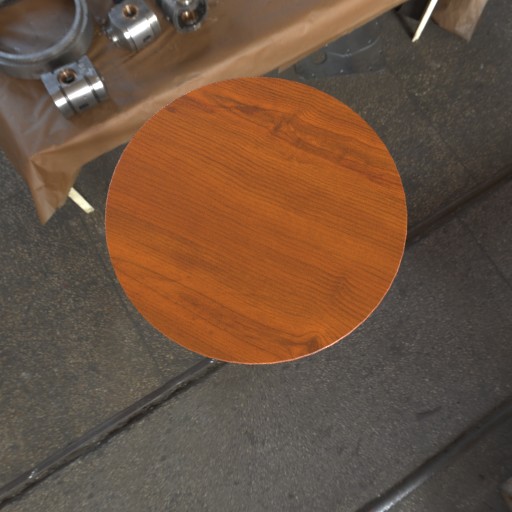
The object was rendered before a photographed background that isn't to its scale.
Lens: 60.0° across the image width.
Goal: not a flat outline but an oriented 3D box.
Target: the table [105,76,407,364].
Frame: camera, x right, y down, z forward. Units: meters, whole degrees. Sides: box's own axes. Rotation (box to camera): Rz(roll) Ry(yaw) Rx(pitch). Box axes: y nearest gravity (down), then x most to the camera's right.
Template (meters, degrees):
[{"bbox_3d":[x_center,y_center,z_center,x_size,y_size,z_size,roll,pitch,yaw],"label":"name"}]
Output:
[{"bbox_3d":[0.000,0.000,0.966,0.457,0.610,0.457,0,76,0],"label":"table"}]
